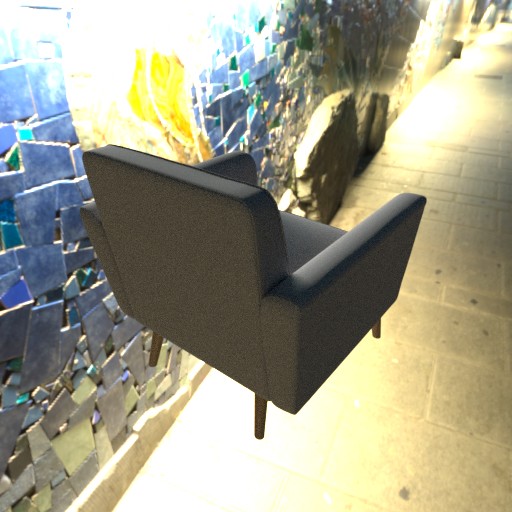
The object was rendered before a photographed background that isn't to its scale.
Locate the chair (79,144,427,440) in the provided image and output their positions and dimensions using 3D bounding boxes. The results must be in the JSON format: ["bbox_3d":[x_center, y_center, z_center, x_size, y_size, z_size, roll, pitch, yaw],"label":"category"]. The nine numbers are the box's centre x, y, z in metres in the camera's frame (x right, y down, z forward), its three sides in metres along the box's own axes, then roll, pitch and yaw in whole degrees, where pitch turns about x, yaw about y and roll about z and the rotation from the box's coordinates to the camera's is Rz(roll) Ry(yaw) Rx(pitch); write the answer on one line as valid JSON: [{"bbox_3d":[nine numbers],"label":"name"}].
[{"bbox_3d":[0.000,0.000,1.415,0.780,0.780,0.750,22,37,32],"label":"chair"}]
